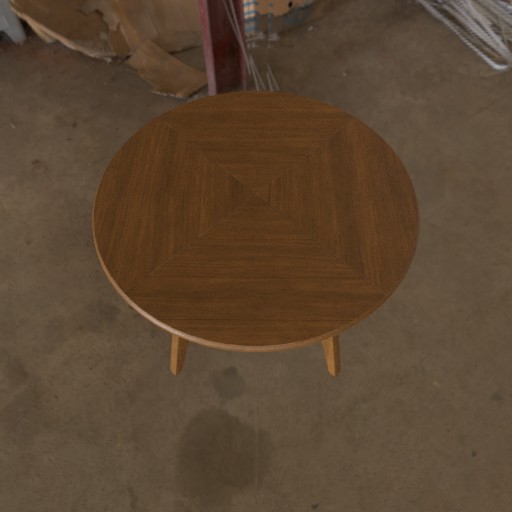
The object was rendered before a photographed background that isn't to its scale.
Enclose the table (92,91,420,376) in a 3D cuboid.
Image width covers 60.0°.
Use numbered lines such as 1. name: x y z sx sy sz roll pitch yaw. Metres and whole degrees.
1. table: 0.000 0.000 1.762 1.055 0.757 1.055 0 58 0
